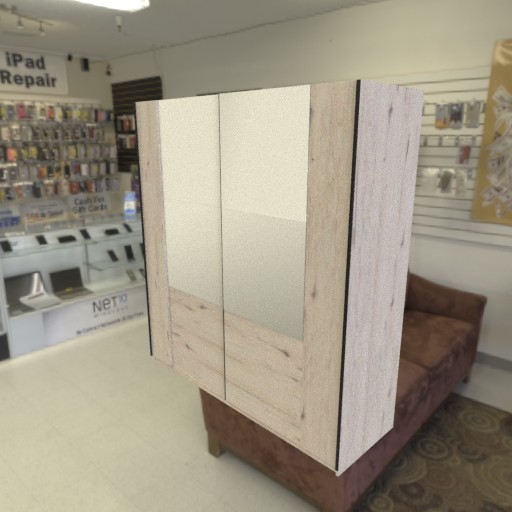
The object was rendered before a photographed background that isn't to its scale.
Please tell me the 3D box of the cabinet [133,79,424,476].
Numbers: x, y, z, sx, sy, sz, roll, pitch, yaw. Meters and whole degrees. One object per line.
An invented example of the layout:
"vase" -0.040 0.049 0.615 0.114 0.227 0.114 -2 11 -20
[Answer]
"cabinet" 0.000 0.000 3.217 0.660 2.180 2.000 -15 21 -43
